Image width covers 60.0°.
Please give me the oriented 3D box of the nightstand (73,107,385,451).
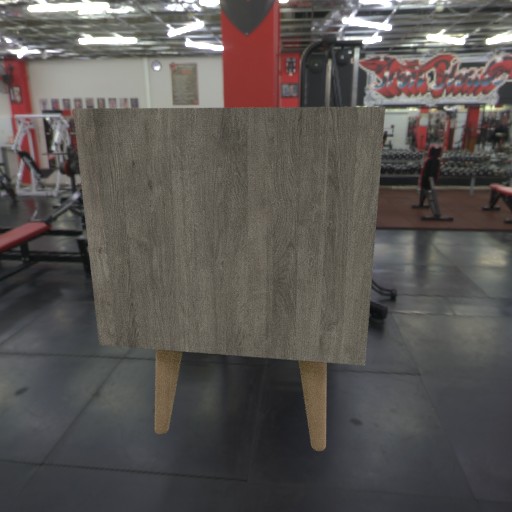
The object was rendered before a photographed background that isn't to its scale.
[{"bbox_3d":[0.000,0.000,0.814,0.380,0.500,0.480,2,17,8],"label":"nightstand"}]
